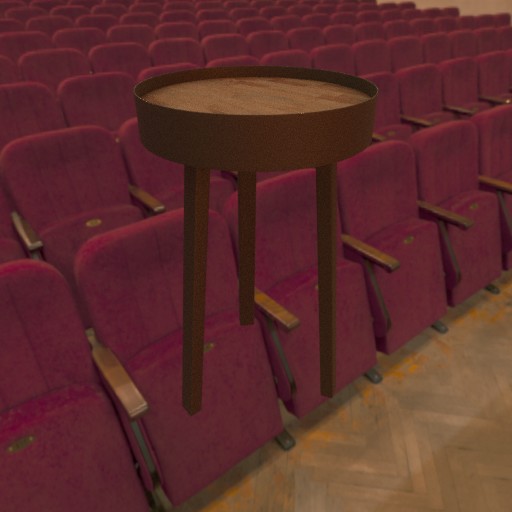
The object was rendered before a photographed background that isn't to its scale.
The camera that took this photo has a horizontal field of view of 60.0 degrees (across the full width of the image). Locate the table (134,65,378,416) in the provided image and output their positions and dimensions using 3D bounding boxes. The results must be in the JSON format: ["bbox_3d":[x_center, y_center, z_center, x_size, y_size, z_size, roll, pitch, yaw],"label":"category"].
[{"bbox_3d":[0.000,0.000,0.935,0.406,0.686,0.406,-22,38,-31],"label":"table"}]
